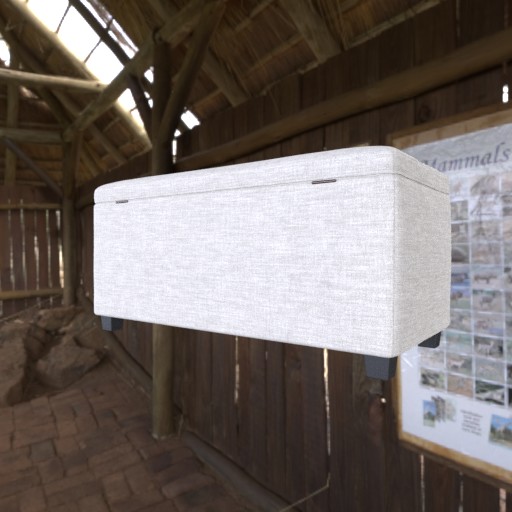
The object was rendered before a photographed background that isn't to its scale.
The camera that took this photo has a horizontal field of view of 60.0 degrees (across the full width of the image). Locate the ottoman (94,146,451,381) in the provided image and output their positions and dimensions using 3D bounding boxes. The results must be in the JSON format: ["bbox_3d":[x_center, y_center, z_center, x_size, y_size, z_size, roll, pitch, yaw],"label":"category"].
[{"bbox_3d":[0.000,0.000,1.176,0.902,0.432,0.419,1,1,36],"label":"ottoman"}]
